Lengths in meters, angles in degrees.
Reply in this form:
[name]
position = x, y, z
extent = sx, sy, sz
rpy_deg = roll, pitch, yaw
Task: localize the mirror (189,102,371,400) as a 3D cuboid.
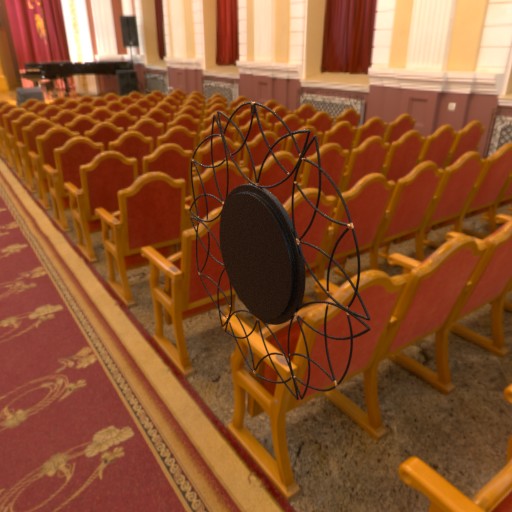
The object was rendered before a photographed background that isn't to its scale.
[mirror]
position = 0.000, 0.000, 1.173
extent = 0.028, 0.775, 0.797
rpy_deg = -16, 30, -31
